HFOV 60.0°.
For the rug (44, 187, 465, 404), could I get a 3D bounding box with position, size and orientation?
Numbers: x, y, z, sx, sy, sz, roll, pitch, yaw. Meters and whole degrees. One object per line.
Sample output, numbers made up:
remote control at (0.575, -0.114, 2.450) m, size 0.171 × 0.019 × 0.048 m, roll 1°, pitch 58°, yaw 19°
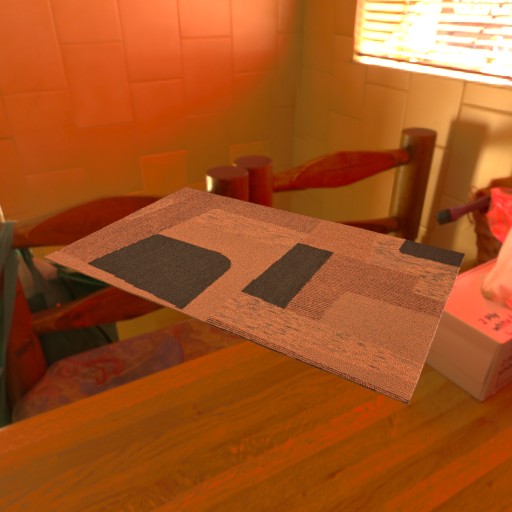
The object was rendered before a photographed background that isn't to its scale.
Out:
rug at (0.000, 0.000, 3.009) m, size 2.436 × 0.015 × 1.521 m, roll 17°, pitch 34°, yaw 26°
